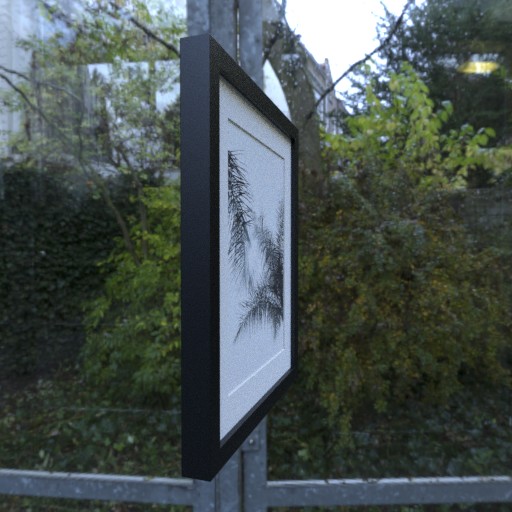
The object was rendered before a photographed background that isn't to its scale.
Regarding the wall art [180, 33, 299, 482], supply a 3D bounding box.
[{"bbox_3d":[0.000,0.000,0.534,0.028,0.380,0.325,0,1,19],"label":"wall art"}]
